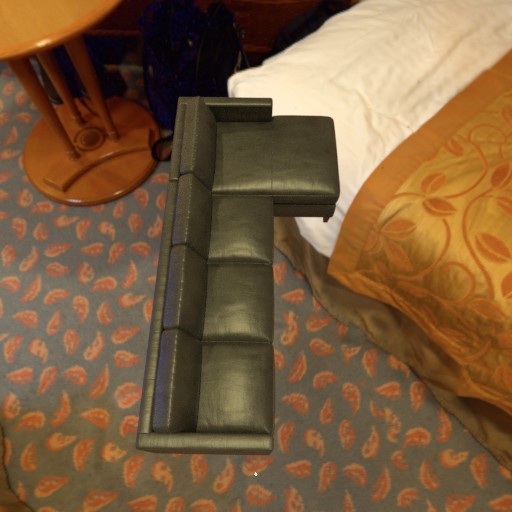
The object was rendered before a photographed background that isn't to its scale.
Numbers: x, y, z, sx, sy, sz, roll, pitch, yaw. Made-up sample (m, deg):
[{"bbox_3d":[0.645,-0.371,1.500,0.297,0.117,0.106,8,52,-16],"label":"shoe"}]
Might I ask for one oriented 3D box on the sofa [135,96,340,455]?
[{"bbox_3d":[0.000,0.000,3.931,1.581,0.883,3.203,1,64,0],"label":"sofa"}]
